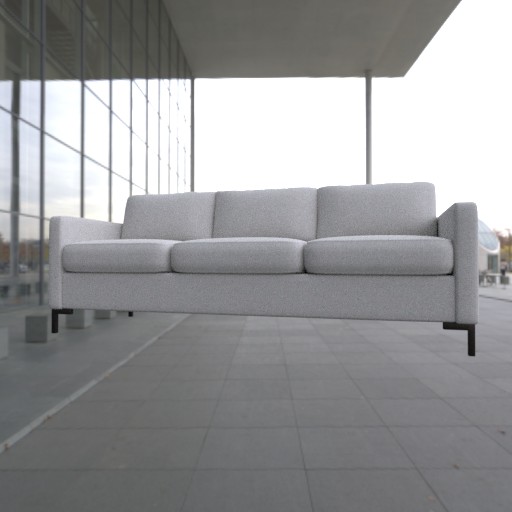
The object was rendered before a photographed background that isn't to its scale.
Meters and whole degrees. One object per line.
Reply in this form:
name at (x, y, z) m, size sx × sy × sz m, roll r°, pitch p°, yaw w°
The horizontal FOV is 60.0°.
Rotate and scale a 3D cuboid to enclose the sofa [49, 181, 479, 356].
sofa at (0.000, 0.000, 2.582) m, size 2.218 × 0.874 × 0.859 m, roll 0°, pitch -1°, yaw 16°
